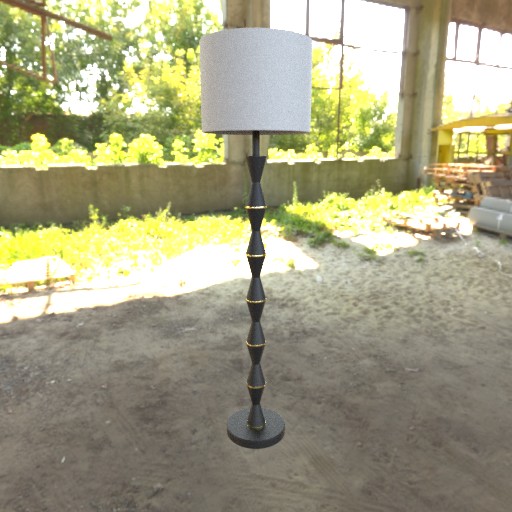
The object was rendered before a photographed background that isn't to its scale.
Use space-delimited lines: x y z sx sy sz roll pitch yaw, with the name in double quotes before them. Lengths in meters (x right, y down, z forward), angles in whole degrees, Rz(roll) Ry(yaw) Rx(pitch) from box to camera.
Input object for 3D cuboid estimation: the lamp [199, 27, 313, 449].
"lamp" 0.000 0.000 1.666 0.381 1.480 0.381 6 14 25
